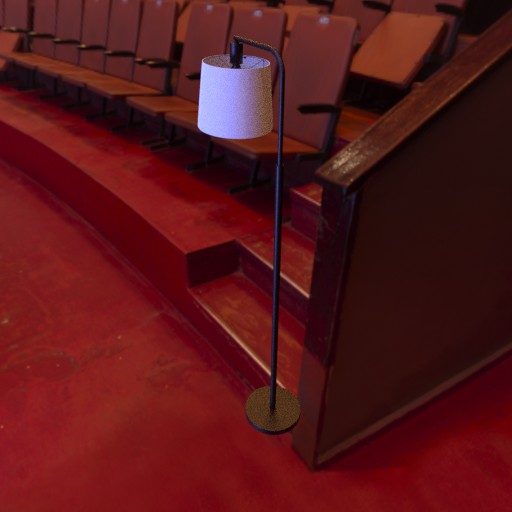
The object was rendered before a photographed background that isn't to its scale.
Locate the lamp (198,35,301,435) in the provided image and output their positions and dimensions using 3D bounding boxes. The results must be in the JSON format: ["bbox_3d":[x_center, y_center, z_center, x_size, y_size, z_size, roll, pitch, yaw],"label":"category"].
[{"bbox_3d":[0.000,0.000,1.669,0.254,1.478,0.508,-20,36,-29],"label":"lamp"}]
